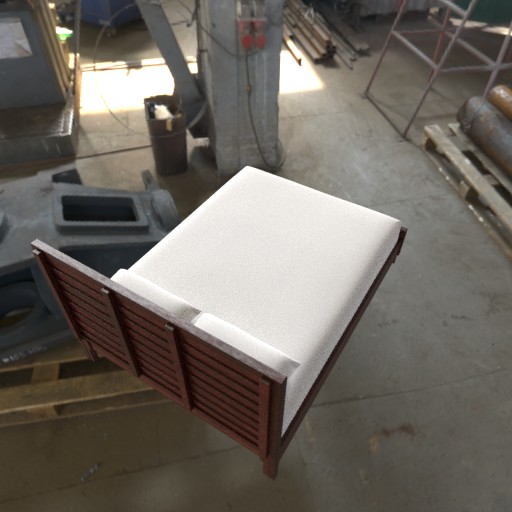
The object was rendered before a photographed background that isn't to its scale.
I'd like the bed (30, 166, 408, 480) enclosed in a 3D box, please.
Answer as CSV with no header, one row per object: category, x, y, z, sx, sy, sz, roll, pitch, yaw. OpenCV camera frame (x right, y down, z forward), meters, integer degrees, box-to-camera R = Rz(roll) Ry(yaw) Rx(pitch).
bed,0.000,0.000,4.069,2.040,1.492,2.803,24,50,22
